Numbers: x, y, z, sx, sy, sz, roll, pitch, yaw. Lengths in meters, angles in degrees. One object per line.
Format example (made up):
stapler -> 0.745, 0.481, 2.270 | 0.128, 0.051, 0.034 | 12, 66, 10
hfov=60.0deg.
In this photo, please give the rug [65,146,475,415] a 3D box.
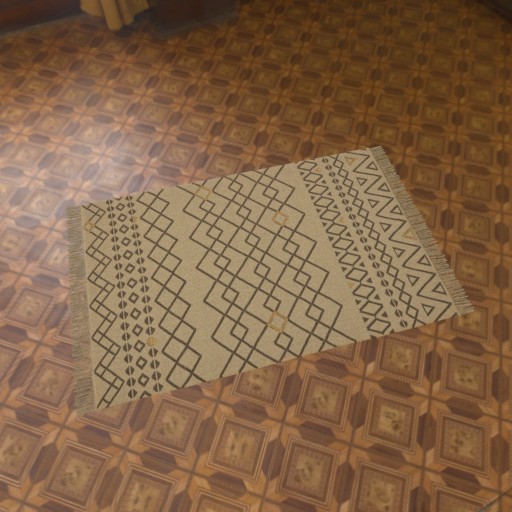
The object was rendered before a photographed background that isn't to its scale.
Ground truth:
rug -> 0.000, 0.000, 2.983 | 2.472, 0.035, 1.495 | -13, 59, -8
